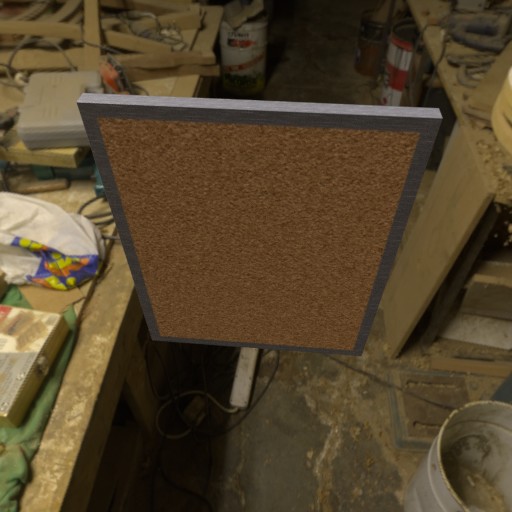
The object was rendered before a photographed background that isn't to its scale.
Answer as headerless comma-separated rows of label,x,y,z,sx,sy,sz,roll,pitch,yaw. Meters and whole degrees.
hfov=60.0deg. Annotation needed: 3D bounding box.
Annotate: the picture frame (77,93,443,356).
picture frame,0.000,0.000,0.761,0.454,0.559,0.029,4,47,3
